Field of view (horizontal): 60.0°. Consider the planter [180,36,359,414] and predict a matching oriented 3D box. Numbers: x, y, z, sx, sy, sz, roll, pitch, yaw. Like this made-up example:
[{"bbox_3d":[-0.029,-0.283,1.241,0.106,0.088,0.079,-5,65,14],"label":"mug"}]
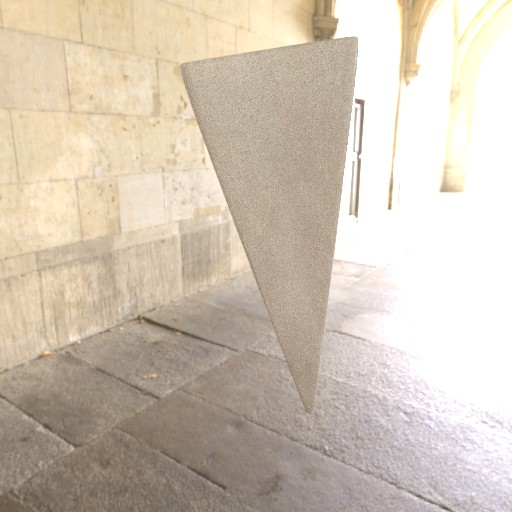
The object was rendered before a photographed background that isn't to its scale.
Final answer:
[{"bbox_3d":[0.000,0.000,0.266,0.081,0.224,0.101,-2,15,-9],"label":"planter"}]
